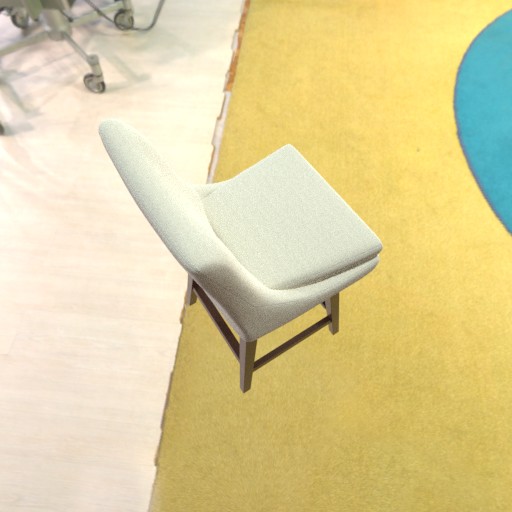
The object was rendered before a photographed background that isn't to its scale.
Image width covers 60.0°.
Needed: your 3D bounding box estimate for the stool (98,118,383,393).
[{"bbox_3d":[0.000,0.000,1.339,0.559,0.991,0.483,-29,64,-16],"label":"stool"}]
